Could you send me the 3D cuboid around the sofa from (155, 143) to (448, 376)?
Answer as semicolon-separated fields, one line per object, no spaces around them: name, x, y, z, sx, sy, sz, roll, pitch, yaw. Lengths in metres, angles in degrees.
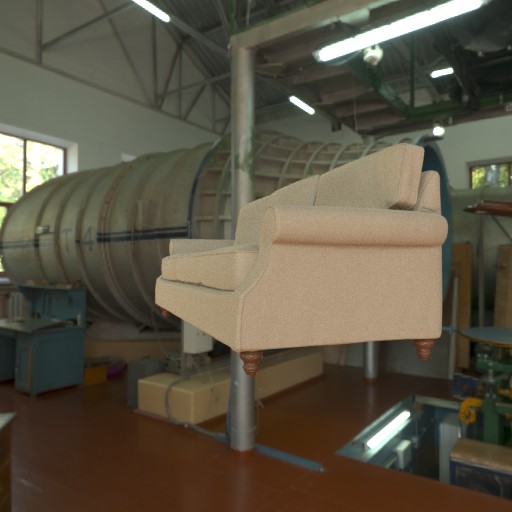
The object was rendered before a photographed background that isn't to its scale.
sofa;0.000;0.000;2.774;0.966;0.948;2.354;0;-1;-20
